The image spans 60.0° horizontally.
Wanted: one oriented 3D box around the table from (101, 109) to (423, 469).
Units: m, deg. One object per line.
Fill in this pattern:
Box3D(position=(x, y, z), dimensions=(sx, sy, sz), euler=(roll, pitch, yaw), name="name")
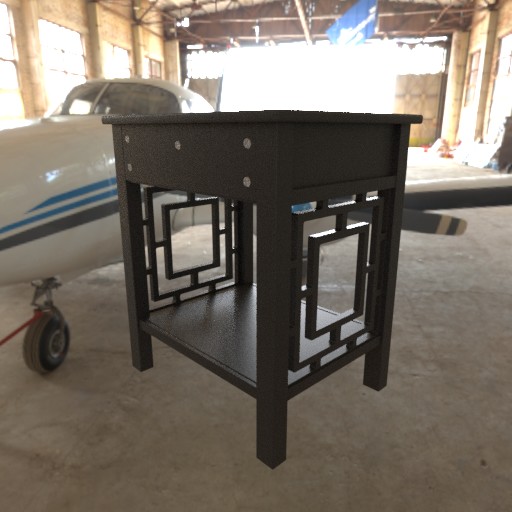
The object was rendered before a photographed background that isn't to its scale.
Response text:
Box3D(position=(0.000, 0.000, 1.068), dimensions=(0.451, 0.646, 0.564), euler=(-15, 22, -42), name="table")
